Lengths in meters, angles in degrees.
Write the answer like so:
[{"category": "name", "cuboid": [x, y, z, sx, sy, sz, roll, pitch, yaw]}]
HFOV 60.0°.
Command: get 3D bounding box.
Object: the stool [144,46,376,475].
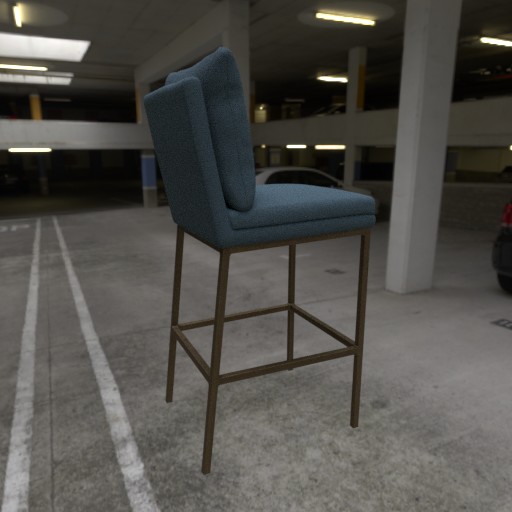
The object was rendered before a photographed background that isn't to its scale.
[{"category": "stool", "cuboid": [0.000, 0.000, 1.410, 0.568, 1.124, 0.463, -7, 16, -25]}]
